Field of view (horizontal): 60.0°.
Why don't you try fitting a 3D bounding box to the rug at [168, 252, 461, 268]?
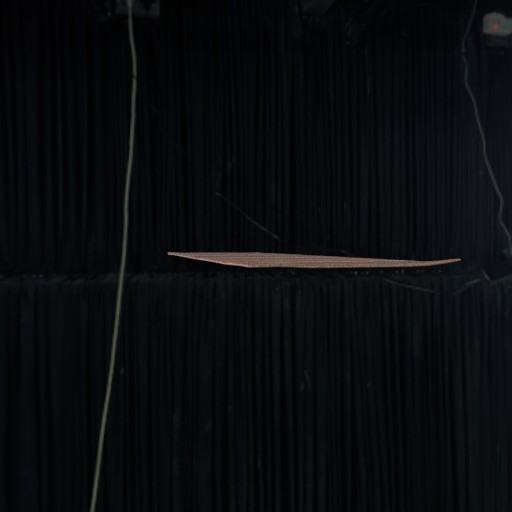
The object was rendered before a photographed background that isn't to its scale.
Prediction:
[{"bbox_3d":[0.000,0.000,2.631,0.799,0.030,2.444,0,1,-17],"label":"rug"}]
